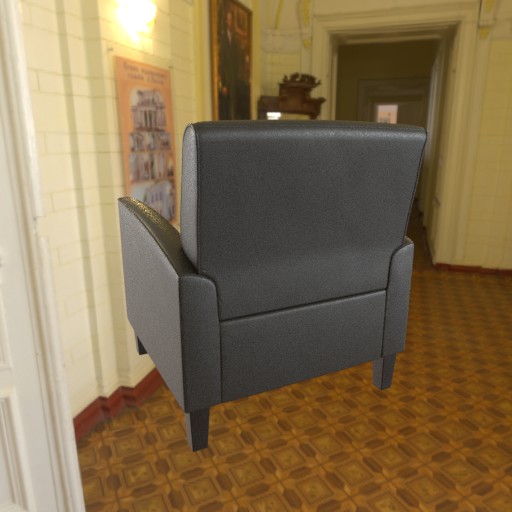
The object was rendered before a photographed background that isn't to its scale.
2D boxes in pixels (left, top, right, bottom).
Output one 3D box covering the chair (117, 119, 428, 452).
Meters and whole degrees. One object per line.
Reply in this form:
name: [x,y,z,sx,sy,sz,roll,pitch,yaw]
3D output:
chair: [0.000,0.000,1.605,0.820,0.916,0.819,-7,16,-26]
